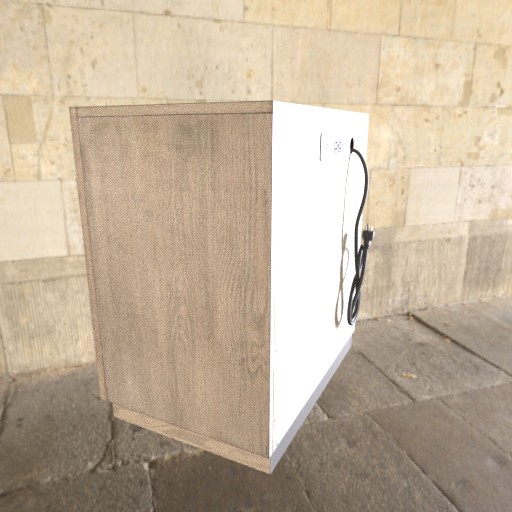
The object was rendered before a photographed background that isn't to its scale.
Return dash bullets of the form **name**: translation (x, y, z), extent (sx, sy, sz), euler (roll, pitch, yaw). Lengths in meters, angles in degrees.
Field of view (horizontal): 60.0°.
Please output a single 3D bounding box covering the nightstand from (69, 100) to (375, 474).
- **nightstand**: translation (0.000, 0.000, 1.080), extent (0.483, 0.673, 0.612), euler (8, 17, 26)
